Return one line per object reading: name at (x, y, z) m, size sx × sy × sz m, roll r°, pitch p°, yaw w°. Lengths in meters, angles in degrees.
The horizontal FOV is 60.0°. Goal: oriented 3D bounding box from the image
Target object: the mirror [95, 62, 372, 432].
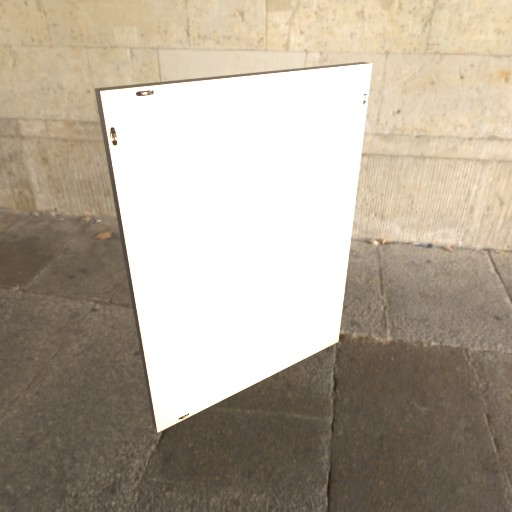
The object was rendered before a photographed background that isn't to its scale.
mirror at (0.000, 0.000, 1.324) m, size 0.762 × 1.016 × 0.040 m, roll -19°, pitch 35°, yaw -29°
